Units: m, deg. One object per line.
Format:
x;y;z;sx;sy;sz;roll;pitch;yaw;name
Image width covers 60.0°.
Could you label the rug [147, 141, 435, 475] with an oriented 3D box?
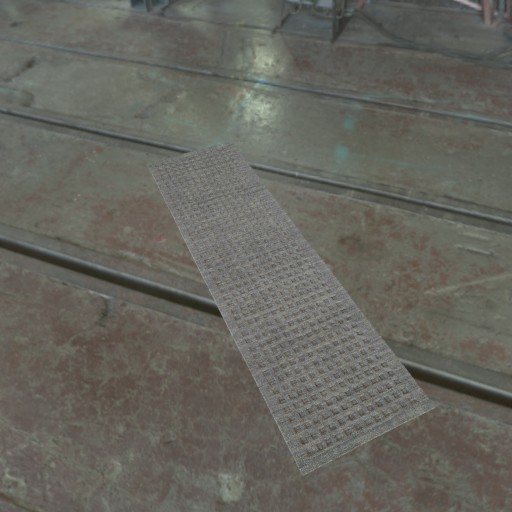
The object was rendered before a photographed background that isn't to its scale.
0.000;0.000;2.712;0.706;0.009;2.443;-19;50;-17;rug
